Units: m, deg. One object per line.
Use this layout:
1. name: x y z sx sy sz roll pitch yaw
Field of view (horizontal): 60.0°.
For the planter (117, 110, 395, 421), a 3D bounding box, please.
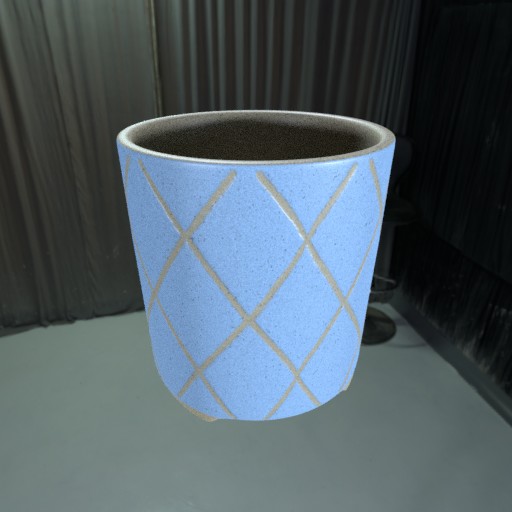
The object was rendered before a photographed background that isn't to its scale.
1. planter: 0.000 0.000 0.358 0.191 0.200 0.191 0 26 0
